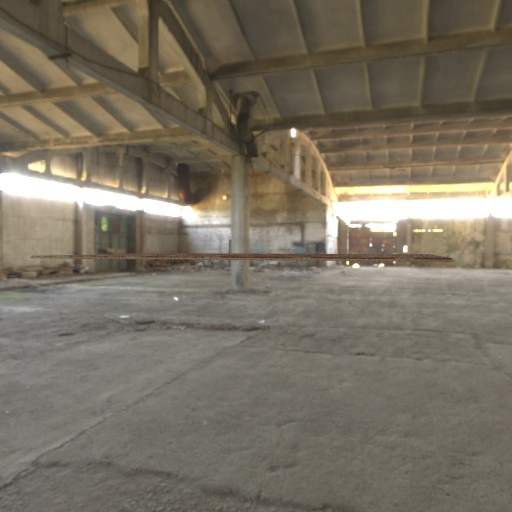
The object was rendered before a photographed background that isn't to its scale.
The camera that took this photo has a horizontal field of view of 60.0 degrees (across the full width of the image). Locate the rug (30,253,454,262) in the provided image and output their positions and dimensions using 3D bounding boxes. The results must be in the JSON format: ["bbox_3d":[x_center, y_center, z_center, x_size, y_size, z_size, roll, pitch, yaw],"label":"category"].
[{"bbox_3d":[0.000,0.000,2.986,2.286,0.016,1.555,0,1,18],"label":"rug"}]
